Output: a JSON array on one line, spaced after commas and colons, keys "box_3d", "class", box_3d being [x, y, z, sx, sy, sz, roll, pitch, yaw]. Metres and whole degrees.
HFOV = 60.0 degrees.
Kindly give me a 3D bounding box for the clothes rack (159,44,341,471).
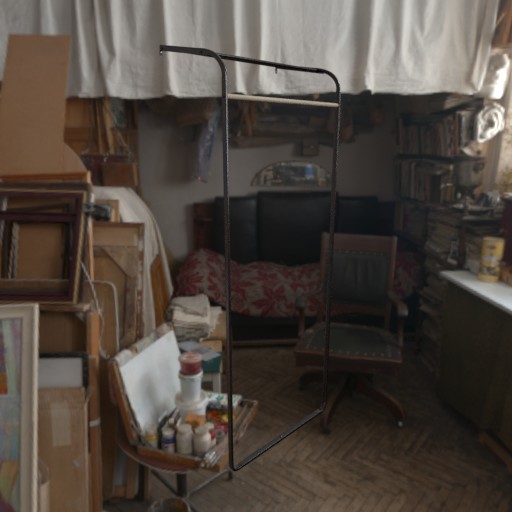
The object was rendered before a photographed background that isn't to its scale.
[{"box_3d": [0.000, 0.000, 1.835, 0.609, 1.574, 0.349, -14, 21, -43], "class": "clothes rack"}]
